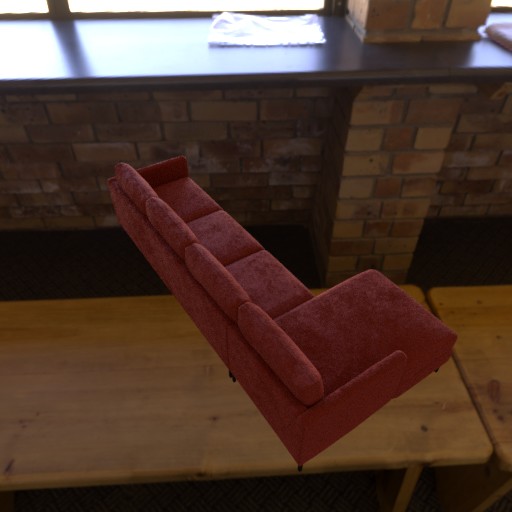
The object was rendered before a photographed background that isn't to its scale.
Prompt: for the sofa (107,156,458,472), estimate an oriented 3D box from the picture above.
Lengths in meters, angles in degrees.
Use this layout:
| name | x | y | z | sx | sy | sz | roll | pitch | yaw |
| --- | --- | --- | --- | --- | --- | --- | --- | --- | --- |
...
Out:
| name | x | y | z | sx | sy | sz | roll | pitch | yaw |
| --- | --- | --- | --- | --- | --- | --- | --- | --- | --- |
| sofa | 0.000 | 0.000 | 3.018 | 1.136 | 0.663 | 2.467 | -25 | 48 | -25 |
